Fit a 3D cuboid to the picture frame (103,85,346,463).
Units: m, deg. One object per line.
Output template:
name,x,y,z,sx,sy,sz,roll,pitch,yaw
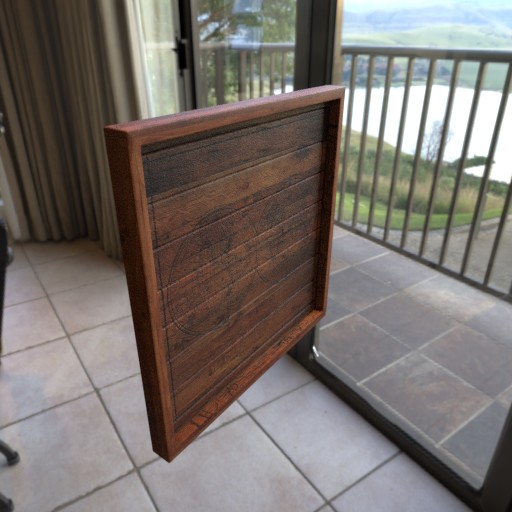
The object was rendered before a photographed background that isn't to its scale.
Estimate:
picture frame,0.000,0.000,0.534,0.028,0.356,0.352,19,32,32
